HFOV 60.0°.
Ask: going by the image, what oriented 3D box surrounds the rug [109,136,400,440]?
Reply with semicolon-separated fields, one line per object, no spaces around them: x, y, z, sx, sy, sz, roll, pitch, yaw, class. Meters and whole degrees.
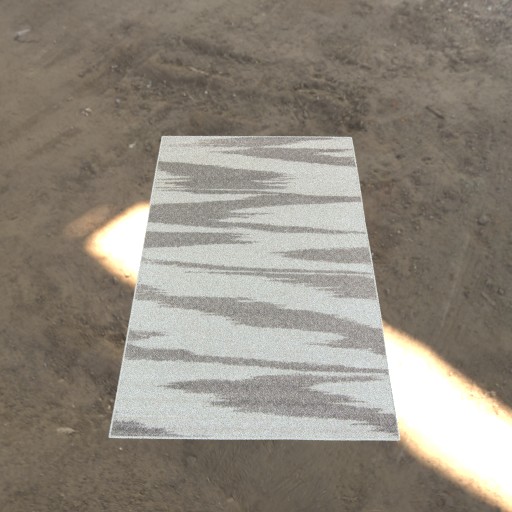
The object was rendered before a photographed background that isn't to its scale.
0.000;0.000;2.349;1.225;0.008;1.827;0;57;0;rug
